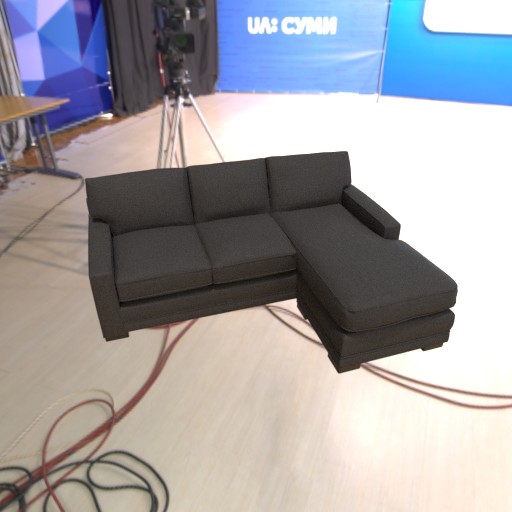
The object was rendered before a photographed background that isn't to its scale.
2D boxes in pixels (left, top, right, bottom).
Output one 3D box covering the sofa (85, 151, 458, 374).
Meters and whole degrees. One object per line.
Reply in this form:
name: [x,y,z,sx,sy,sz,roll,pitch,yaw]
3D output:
sofa: [0.000,0.000,3.334,2.370,0.973,1.790,-10,34,-15]
